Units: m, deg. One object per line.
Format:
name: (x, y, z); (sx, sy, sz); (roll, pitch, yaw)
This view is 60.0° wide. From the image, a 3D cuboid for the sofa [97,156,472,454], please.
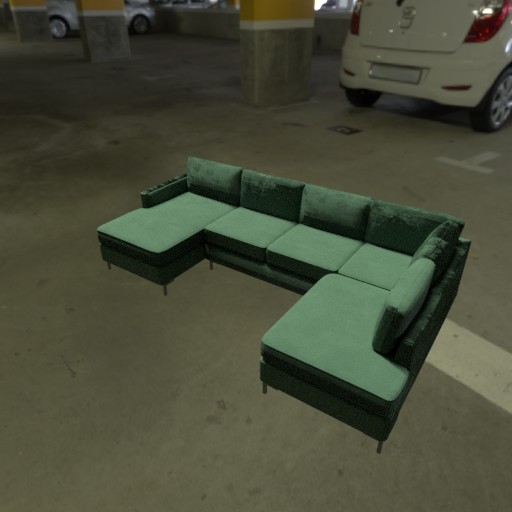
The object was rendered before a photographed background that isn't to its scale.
sofa: (0.000, 0.000, 4.252); (3.434, 0.992, 2.055); (19, 35, 29)
